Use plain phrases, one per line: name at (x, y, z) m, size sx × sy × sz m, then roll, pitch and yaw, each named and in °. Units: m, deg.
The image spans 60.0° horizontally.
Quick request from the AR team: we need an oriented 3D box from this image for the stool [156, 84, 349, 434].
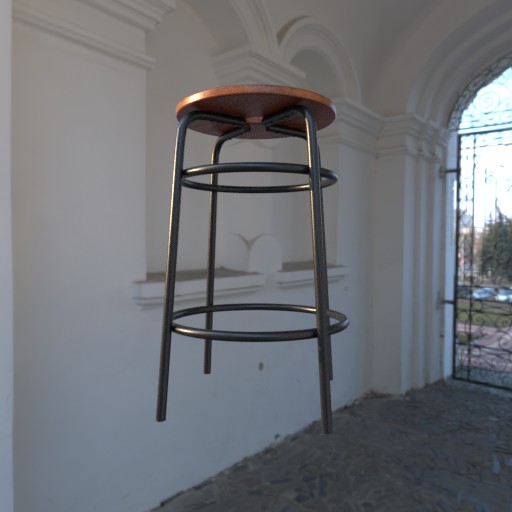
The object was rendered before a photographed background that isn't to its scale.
stool at (0.000, 0.000, 0.949) m, size 0.455 × 0.610 × 0.455 m, roll -1°, pitch 2°, yaw -35°
